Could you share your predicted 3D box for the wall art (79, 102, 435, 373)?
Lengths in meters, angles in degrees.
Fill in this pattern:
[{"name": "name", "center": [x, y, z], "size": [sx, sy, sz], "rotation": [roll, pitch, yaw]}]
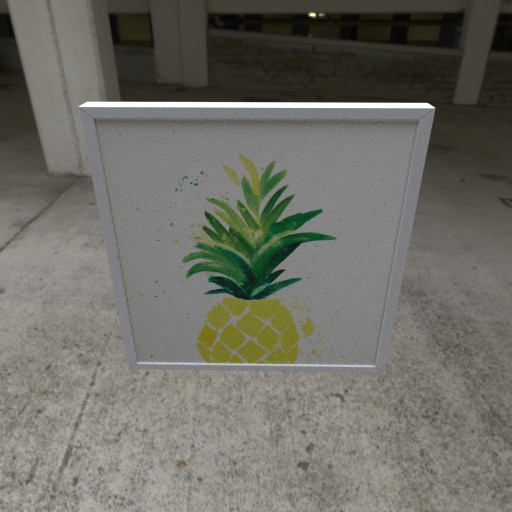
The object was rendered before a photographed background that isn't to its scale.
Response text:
[{"name": "wall art", "center": [0.000, 0.000, 0.772], "size": [0.508, 0.507, 0.035], "rotation": [1, 30, 1]}]
